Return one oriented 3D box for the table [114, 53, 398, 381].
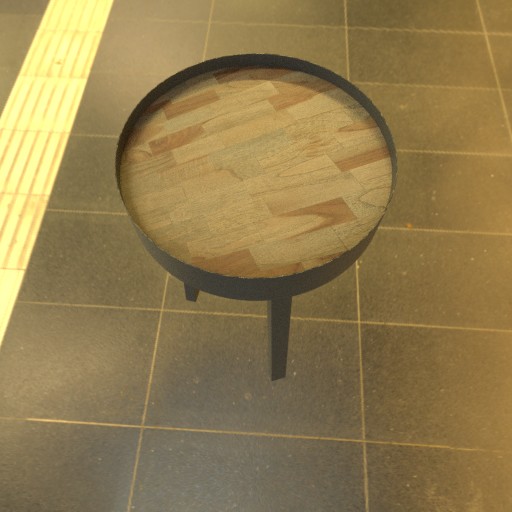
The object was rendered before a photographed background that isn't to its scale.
[{"bbox_3d":[0.000,0.000,0.948,0.406,0.686,0.406,-14,64,-7],"label":"table"}]
